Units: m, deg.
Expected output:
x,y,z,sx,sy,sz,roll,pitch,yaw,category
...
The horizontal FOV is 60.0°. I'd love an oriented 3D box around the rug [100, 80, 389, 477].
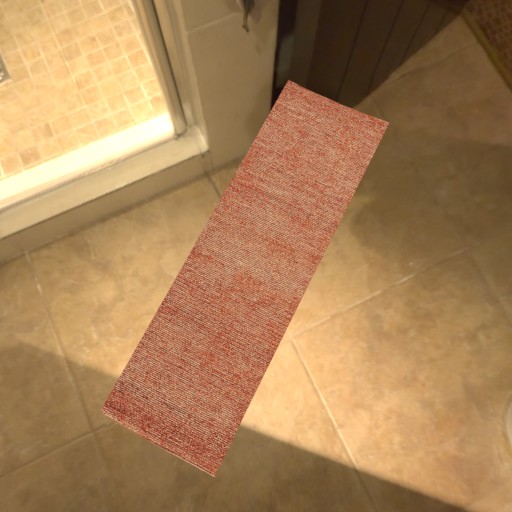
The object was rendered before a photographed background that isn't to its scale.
x,y,z,sx,sy,sz,roll,pitch,yaw,category
0.000,0.000,2.632,0.718,0.013,2.353,27,78,6,rug
